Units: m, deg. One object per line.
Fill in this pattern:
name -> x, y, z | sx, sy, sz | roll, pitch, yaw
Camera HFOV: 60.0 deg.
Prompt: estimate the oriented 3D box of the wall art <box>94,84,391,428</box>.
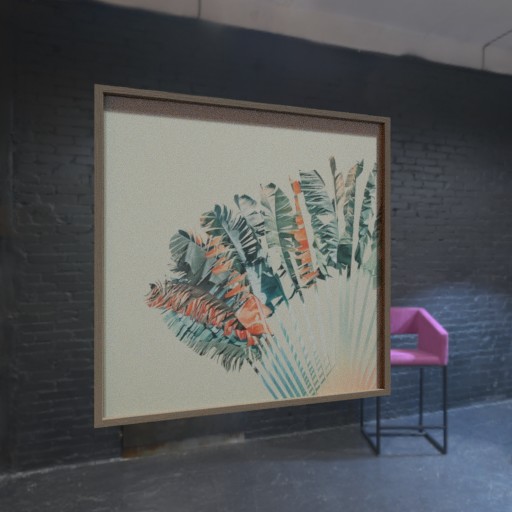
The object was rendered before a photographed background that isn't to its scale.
wall art -> 0.000, 0.000, 1.113 | 0.761, 0.758, 0.038 | 0, 0, -18
